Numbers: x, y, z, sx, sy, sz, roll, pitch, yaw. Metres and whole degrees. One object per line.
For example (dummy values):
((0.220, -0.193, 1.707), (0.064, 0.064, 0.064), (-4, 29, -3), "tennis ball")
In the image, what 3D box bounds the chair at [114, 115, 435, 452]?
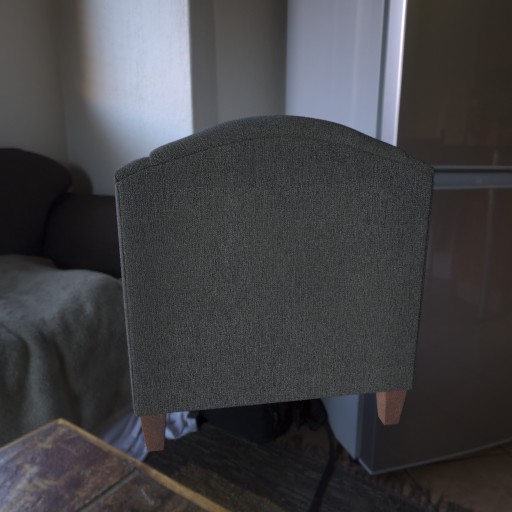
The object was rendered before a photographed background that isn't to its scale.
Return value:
((0.000, 0.000, 1.444), (0.763, 0.839, 0.787), (-2, 14, -10), "chair")
